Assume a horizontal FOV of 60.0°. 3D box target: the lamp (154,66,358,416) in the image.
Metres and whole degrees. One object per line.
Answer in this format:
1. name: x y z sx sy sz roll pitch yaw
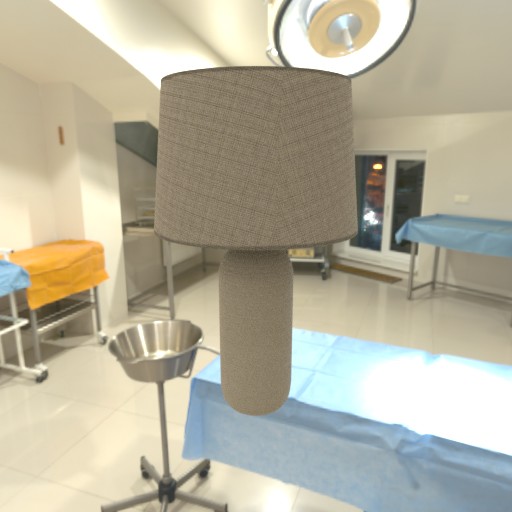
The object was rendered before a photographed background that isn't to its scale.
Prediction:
1. lamp: 0.000 0.000 0.829 0.367 0.609 0.367 0 14 0
